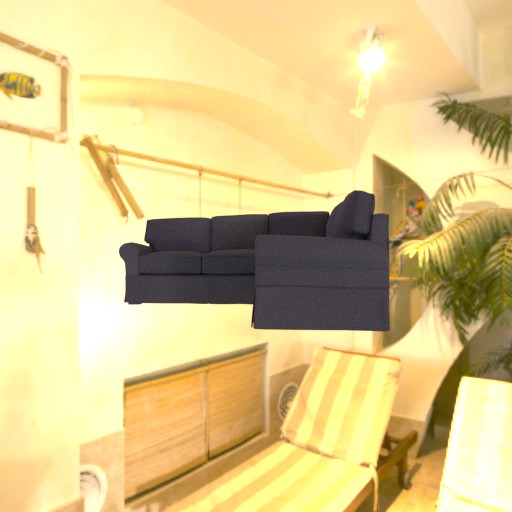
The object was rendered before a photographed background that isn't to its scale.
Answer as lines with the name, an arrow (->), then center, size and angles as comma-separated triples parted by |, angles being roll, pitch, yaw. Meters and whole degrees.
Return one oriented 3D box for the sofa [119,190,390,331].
sofa -> 0.000, 0.000, 5.140 | 3.773, 1.169, 2.874 | 0, 0, 37
